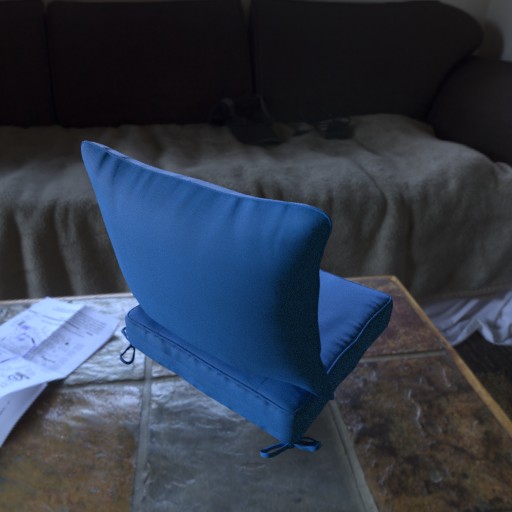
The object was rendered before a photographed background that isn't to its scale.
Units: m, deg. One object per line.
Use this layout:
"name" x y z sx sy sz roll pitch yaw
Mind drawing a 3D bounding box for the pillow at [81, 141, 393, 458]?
"pillow" 0.000 0.000 1.372 0.798 0.725 0.733 21 37 31
